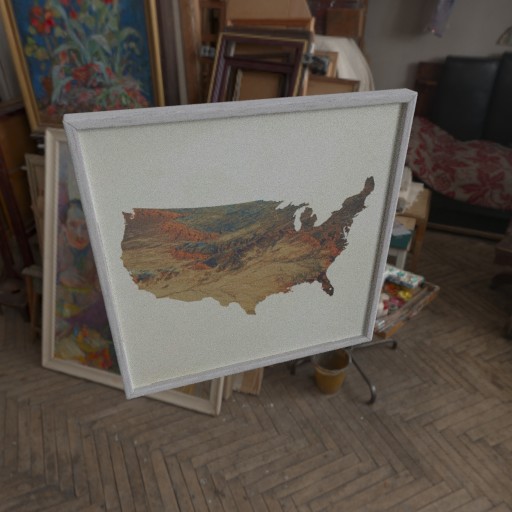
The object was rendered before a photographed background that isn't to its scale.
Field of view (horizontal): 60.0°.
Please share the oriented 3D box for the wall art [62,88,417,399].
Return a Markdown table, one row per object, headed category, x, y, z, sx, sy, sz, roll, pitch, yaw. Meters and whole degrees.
| category | x | y | z | sx | sy | sz | roll | pitch | yaw |
| --- | --- | --- | --- | --- | --- | --- | --- | --- | --- |
| wall art | 0.000 | 0.000 | 1.914 | 1.287 | 1.288 | 0.078 | -10 | 33 | -15 |
